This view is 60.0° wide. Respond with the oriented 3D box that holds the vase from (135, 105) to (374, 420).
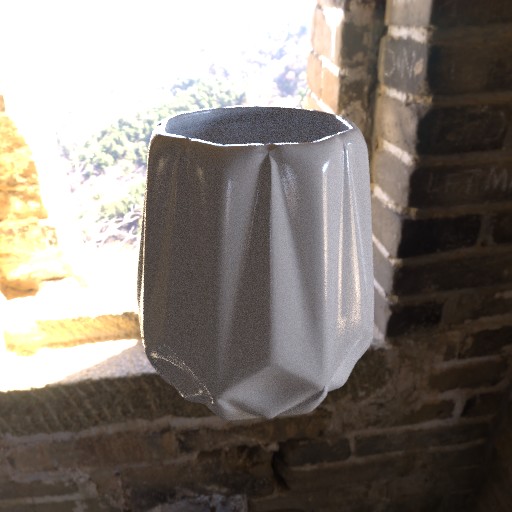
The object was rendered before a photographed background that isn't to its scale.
[{"bbox_3d":[0.000,0.000,0.256,0.141,0.152,0.141,0,28,0],"label":"vase"}]
